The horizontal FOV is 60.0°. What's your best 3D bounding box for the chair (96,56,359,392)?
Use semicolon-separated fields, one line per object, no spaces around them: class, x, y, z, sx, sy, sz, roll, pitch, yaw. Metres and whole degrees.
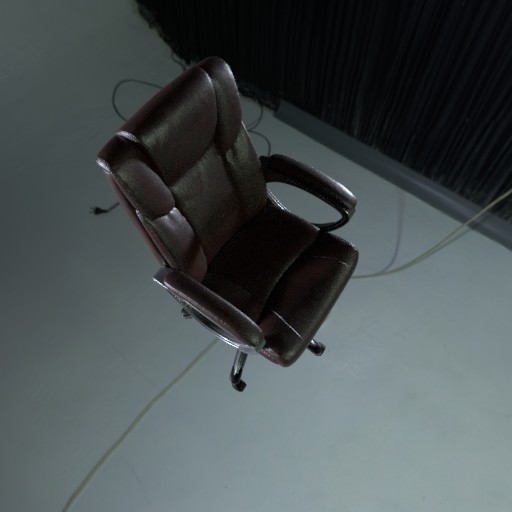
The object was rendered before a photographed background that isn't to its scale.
chair;0.000;0.000;1.581;0.692;1.128;0.656;30;64;16
